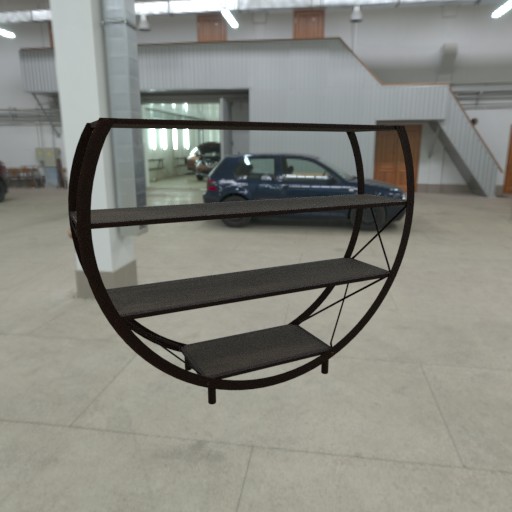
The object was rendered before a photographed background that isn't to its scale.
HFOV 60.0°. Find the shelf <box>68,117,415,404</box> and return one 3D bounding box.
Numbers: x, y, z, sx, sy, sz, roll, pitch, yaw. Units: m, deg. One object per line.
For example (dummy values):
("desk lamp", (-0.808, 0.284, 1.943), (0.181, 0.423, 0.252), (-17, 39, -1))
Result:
("shelf", (0.000, 0.000, 1.864), (1.403, 1.063, 0.344), (-7, 15, -26))
